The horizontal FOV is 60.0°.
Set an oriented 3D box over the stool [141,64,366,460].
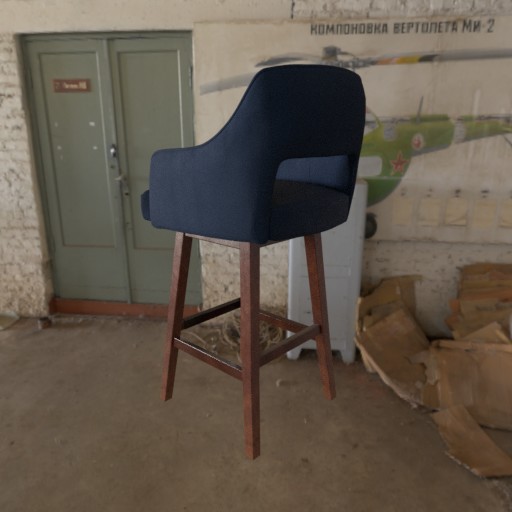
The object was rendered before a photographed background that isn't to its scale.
[{"bbox_3d":[0.000,0.000,1.374,0.560,1.041,0.550,14,21,41],"label":"stool"}]
